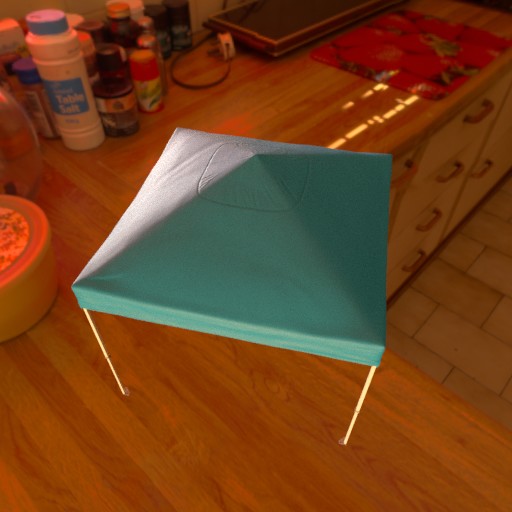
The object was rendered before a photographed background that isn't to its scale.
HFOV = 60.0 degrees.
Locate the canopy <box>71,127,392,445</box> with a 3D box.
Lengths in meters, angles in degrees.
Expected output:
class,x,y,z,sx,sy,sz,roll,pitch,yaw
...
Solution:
class,x,y,z,sx,sy,sz,roll,pitch,yaw
canopy,0.000,0.000,5.564,2.998,2.997,2.996,10,48,9
